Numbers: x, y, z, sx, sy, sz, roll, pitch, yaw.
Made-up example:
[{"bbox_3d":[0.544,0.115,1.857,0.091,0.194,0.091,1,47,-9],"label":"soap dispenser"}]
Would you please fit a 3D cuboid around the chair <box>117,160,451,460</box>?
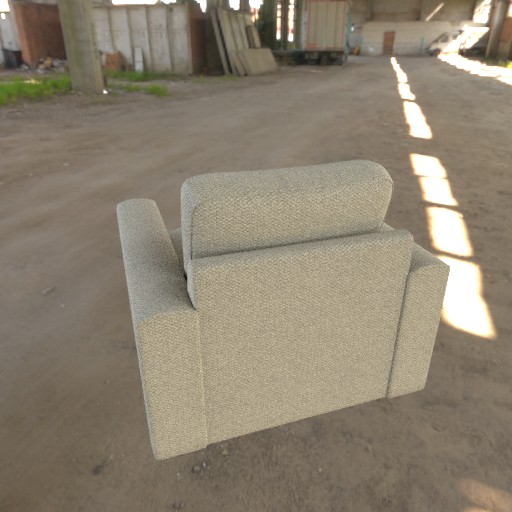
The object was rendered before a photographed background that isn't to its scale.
[{"bbox_3d":[0.000,0.000,1.767,1.005,0.873,1.016,-9,28,-16],"label":"chair"}]
